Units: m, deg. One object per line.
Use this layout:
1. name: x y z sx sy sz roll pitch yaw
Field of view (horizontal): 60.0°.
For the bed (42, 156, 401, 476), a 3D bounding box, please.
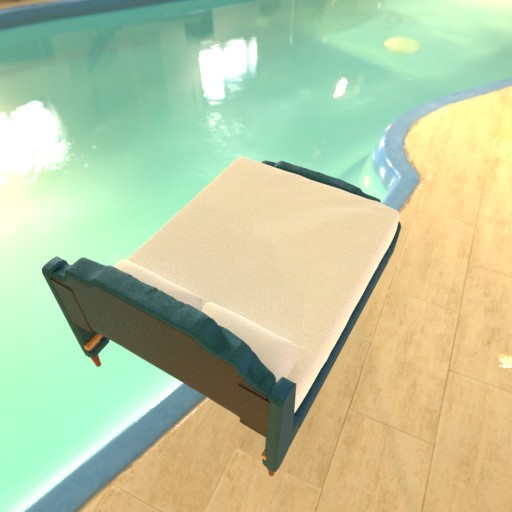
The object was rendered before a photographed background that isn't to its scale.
1. bed: 0.000 0.000 3.407 1.678 1.338 2.322 24 51 21
